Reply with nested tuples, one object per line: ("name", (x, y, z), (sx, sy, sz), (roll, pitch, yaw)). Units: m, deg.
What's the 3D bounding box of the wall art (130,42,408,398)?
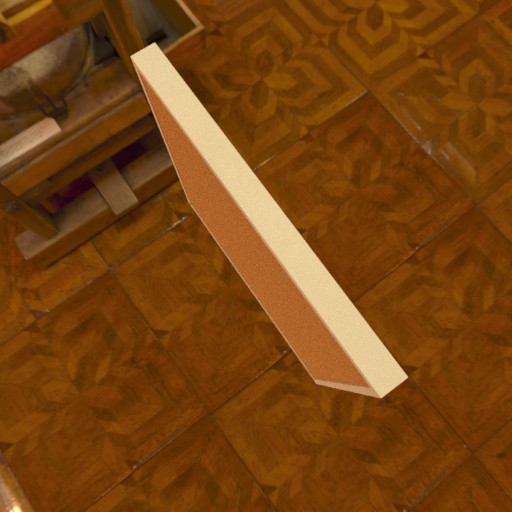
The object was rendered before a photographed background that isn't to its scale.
("wall art", (0.000, 0.000, 0.761), (0.037, 0.508, 0.508), (-34, 78, -8))
